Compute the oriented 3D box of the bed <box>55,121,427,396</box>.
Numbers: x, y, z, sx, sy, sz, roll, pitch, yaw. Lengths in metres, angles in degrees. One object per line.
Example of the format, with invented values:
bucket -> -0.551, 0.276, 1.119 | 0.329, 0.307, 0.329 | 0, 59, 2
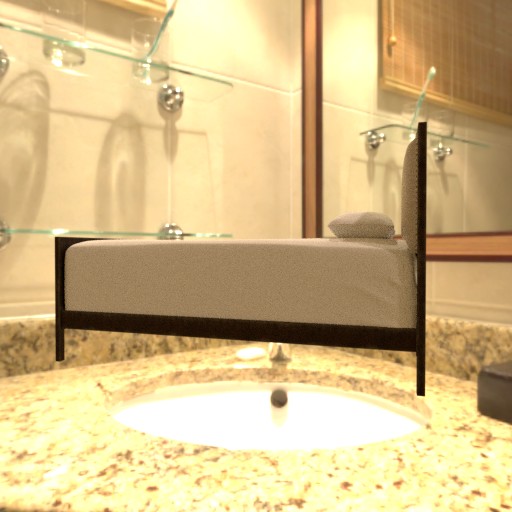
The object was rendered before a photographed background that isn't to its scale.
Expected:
bed -> 0.000, 0.000, 3.217 | 2.221, 1.313, 1.607 | 0, 1, 18
